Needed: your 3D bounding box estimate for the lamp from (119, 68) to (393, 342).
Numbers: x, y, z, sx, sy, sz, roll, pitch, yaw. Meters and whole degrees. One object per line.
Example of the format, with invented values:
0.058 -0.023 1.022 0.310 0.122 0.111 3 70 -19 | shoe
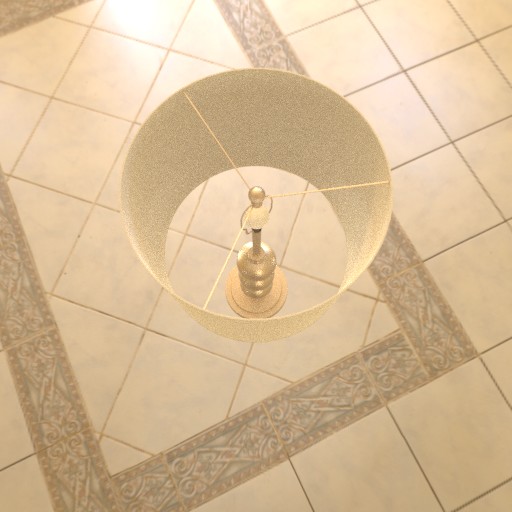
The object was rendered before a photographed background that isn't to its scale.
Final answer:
0.000 0.000 0.703 0.277 0.538 0.277 -34 77 -9 | lamp
